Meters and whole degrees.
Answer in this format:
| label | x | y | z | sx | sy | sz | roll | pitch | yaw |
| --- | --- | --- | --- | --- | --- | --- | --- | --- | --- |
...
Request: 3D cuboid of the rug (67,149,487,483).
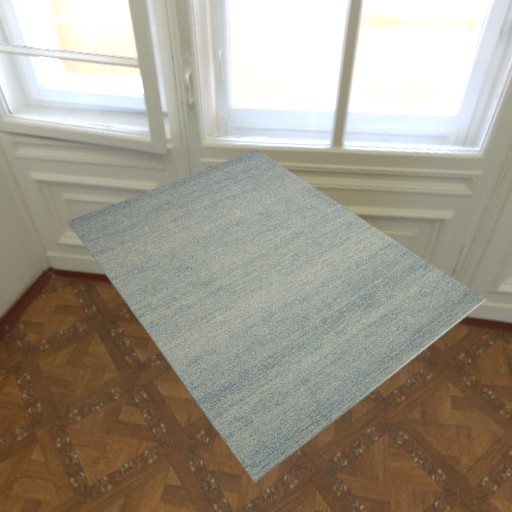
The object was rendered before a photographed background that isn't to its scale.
| label | x | y | z | sx | sy | sz | roll | pitch | yaw |
| --- | --- | --- | --- | --- | --- | --- | --- | --- | --- |
| rug | 0.000 | 0.000 | 4.150 | 2.461 | 0.046 | 3.237 | -27 | 49 | -26 |
